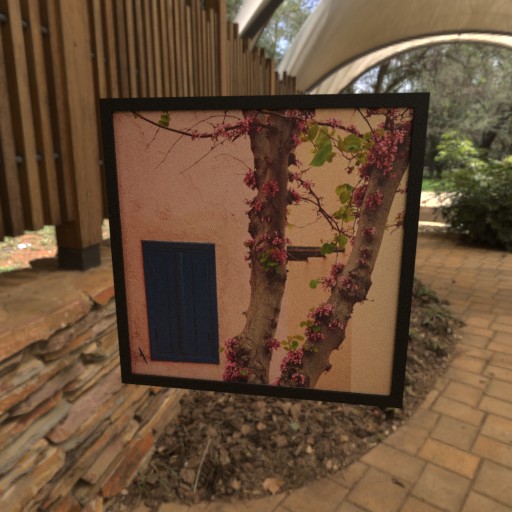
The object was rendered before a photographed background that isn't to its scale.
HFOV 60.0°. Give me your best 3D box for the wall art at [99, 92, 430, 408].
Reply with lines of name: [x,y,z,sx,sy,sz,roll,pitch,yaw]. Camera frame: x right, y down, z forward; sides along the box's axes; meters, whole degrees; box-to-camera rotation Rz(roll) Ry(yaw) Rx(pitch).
wall art: [0.000,0.000,1.117,0.762,0.762,0.038,2,14,9]
